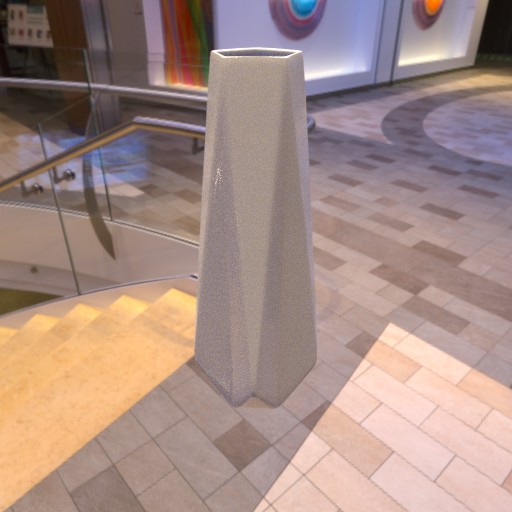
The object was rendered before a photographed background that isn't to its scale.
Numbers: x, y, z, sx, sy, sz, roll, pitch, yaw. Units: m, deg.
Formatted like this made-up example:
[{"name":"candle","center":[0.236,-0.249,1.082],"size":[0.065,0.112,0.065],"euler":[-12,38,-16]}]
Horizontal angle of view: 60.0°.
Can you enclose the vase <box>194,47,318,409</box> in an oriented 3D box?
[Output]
[{"name":"vase","center":[0.000,0.000,0.394],"size":[0.122,0.329,0.116],"euler":[1,30,2]}]
